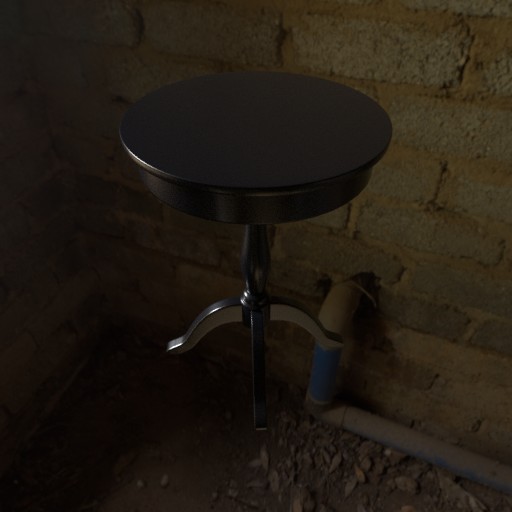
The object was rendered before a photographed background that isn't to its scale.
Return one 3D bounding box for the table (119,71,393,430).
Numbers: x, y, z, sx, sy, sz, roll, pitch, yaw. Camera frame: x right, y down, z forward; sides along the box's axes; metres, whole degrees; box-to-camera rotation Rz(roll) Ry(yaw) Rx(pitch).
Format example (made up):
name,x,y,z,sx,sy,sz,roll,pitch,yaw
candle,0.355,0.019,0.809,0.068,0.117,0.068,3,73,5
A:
name,x,y,z,sx,sy,sz,roll,pitch,yaw
table,0.000,0.000,1.009,0.481,0.665,0.481,0,41,0
